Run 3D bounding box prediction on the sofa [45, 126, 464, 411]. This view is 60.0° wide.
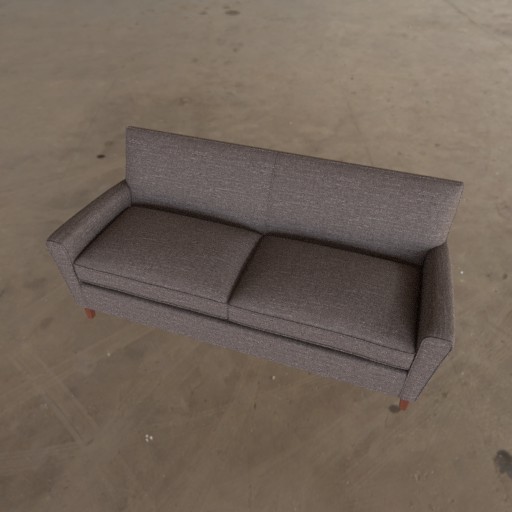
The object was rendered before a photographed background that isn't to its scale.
[{"bbox_3d":[0.000,0.000,2.415,1.976,0.846,0.875,13,44,14],"label":"sofa"}]
